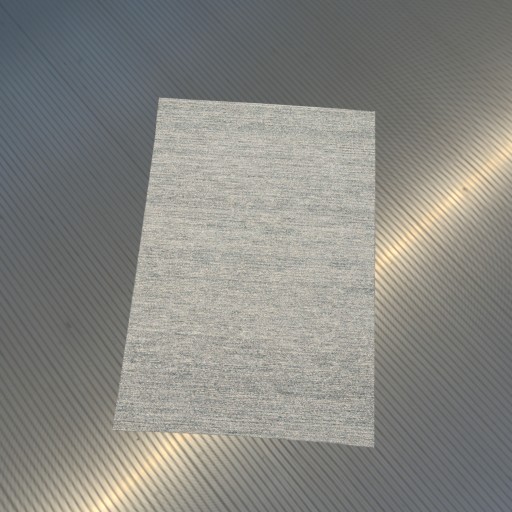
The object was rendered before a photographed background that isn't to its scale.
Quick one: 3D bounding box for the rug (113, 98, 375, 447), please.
[{"bbox_3d":[0.000,0.000,3.007,1.616,0.030,2.338,4,76,1],"label":"rug"}]
